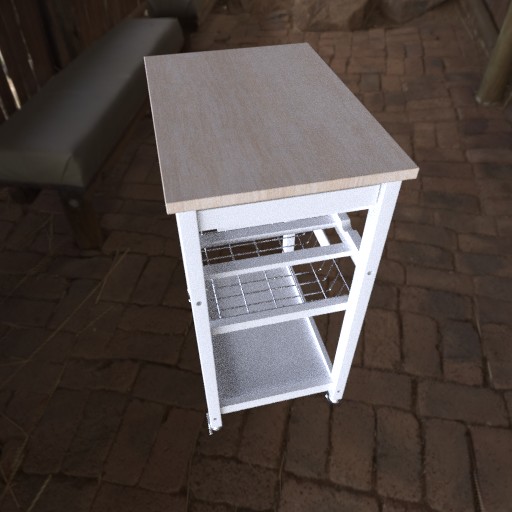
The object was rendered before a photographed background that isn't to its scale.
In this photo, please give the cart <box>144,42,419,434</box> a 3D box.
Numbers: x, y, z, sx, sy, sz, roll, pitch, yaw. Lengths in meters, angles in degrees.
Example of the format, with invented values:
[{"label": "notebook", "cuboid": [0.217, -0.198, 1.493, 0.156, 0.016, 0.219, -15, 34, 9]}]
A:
[{"label": "cart", "cuboid": [0.000, 0.000, 1.178, 0.406, 0.857, 0.578, -9, 45, -9]}]
